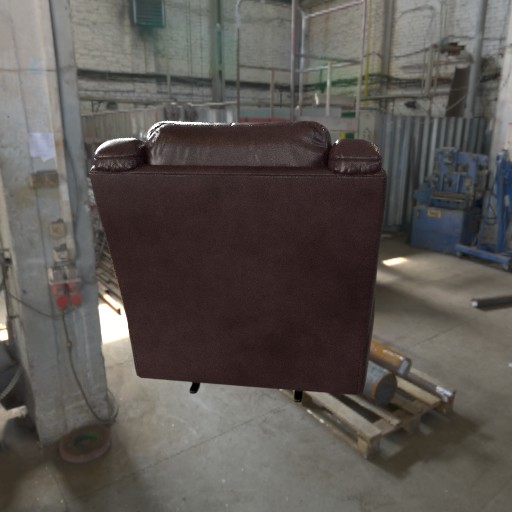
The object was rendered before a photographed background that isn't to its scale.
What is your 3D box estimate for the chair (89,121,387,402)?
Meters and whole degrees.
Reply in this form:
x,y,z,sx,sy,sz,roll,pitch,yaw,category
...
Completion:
x,y,z,sx,sy,sz,roll,pitch,yaw,category
0.000,0.000,1.909,0.990,1.093,1.041,2,16,8,chair
